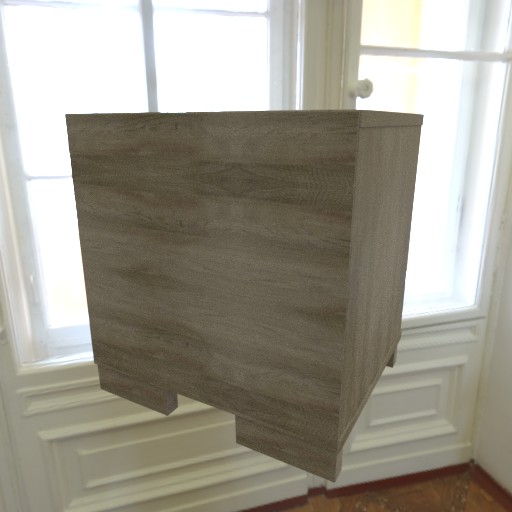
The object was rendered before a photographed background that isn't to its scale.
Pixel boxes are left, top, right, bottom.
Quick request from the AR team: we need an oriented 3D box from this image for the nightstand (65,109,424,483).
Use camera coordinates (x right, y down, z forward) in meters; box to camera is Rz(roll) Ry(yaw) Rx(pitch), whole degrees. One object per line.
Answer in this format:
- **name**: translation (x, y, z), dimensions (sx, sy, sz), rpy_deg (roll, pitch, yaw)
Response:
- **nightstand**: translation (0.000, 0.000, 0.733), dimensions (0.427, 0.448, 0.347), rpy_deg (9, 19, 28)
